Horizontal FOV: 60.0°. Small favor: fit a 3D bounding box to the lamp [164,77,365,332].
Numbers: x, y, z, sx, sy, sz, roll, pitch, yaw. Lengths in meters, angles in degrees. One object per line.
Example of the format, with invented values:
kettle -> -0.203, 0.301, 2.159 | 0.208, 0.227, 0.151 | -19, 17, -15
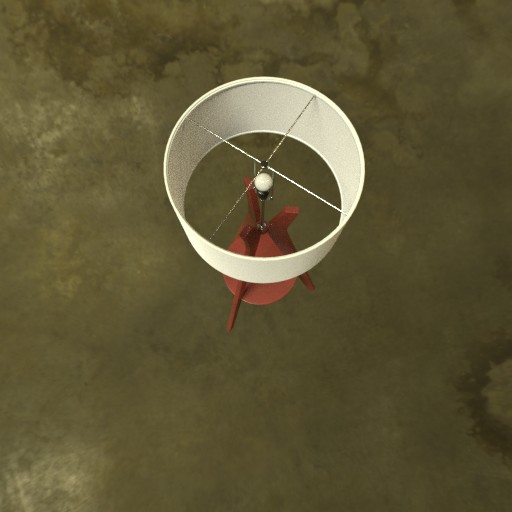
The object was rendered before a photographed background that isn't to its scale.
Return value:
lamp -> 0.000, 0.000, 1.744 | 0.539, 1.472, 0.542 | 33, 77, 8
